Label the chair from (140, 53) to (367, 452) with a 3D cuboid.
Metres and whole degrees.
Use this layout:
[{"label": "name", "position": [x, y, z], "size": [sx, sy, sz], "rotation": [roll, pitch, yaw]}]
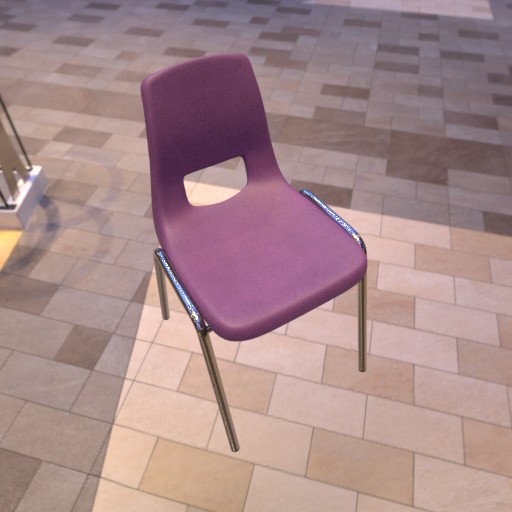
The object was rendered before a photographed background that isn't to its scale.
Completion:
[{"label": "chair", "position": [0.000, 0.000, 0.910], "size": [0.381, 0.654, 0.432], "rotation": [-24, 52, -21]}]
